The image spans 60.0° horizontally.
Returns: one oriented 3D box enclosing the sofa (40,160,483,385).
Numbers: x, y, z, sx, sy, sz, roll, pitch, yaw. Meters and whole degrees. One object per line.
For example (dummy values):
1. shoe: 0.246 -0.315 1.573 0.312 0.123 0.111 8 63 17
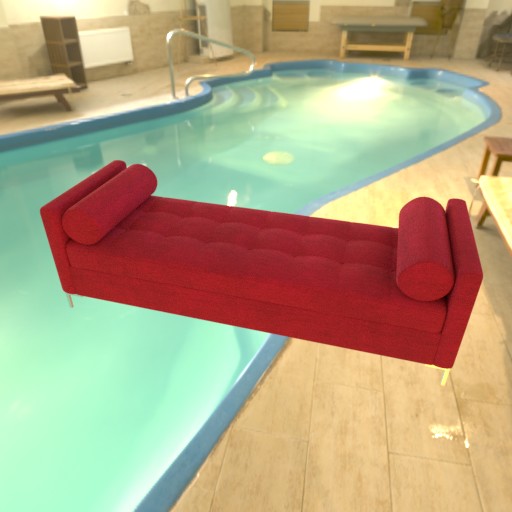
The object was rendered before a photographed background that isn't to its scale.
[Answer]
1. sofa: 0.000 0.000 2.324 1.981 0.635 0.686 9 34 14
